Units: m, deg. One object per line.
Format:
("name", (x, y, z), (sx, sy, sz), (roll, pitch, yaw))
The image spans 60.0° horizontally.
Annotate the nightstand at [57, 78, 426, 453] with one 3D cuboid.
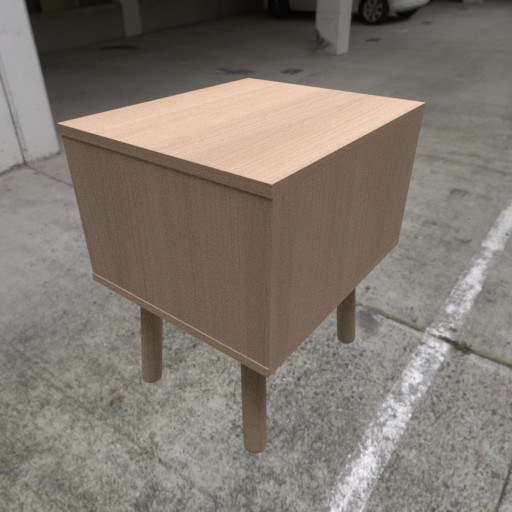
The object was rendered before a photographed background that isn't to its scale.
("nightstand", (0.000, 0.000, 0.834), (0.380, 0.530, 0.450), (22, 38, 31))
